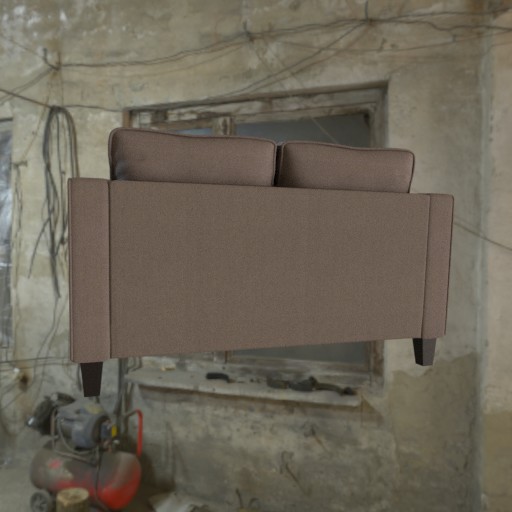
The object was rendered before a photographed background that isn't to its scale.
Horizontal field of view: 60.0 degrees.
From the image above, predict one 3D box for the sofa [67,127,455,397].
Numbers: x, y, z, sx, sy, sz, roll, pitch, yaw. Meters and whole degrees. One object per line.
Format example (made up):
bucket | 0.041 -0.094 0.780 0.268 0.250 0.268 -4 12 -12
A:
sofa | 0.000 0.000 2.005 1.500 0.948 0.791 0 1 -17
